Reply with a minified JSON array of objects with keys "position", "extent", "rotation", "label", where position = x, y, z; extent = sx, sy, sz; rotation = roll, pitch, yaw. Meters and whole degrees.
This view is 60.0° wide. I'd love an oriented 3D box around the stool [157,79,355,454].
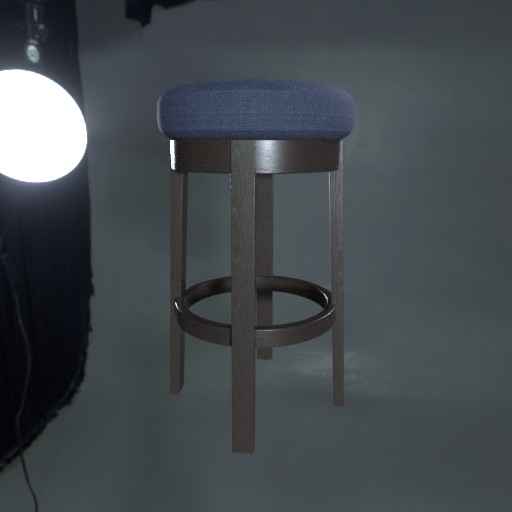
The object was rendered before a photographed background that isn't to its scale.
[{"position":[0.000,0.000,1.059],"extent":[0.446,0.758,0.446],"rotation":[0,14,0],"label":"stool"}]
